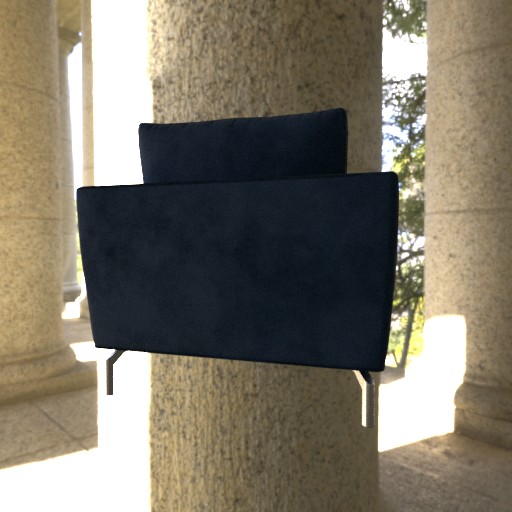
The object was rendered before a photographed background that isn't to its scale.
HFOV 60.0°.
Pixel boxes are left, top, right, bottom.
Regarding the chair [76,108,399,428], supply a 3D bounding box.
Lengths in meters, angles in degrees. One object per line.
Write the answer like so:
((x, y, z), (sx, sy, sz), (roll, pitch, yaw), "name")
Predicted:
((0.000, 0.000, 1.595), (0.977, 0.893, 0.746), (1, 2, 18), "chair")
